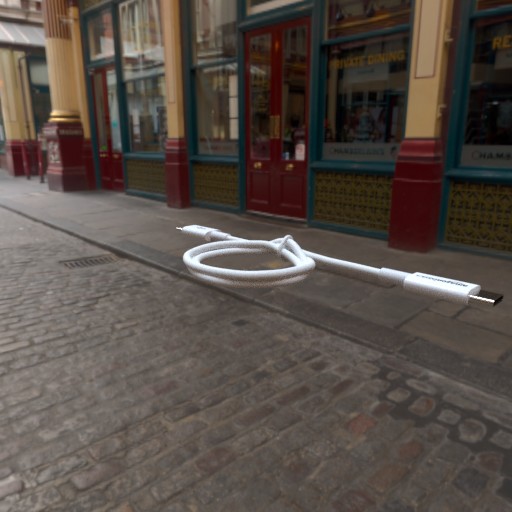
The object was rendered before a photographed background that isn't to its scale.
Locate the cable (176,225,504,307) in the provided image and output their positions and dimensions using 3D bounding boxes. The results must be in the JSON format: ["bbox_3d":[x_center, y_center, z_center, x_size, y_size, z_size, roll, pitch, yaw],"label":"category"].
[{"bbox_3d":[0.000,0.000,0.216,0.070,0.014,0.203,-13,19,-42],"label":"cable"}]
